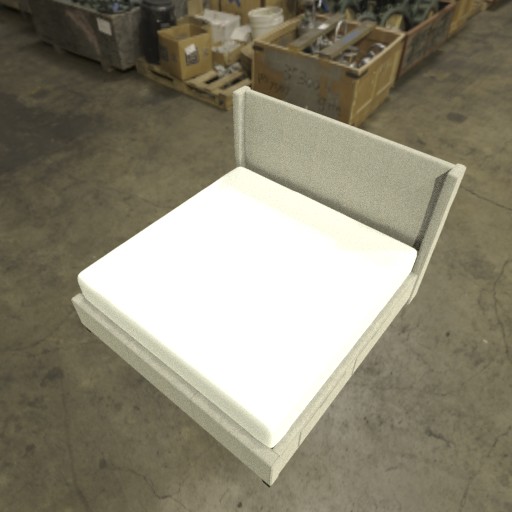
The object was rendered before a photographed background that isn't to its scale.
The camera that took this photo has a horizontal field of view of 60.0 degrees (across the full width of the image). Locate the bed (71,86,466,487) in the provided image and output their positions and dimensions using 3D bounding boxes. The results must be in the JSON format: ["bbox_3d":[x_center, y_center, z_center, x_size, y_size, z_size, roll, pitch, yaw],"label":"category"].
[{"bbox_3d":[0.000,0.000,3.620,2.140,1.470,2.280,30,52,27],"label":"bed"}]
